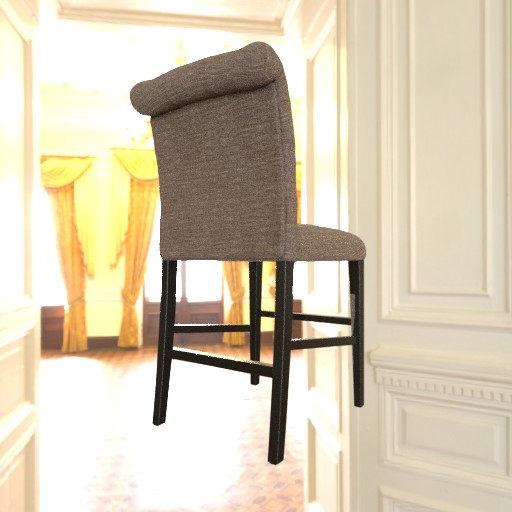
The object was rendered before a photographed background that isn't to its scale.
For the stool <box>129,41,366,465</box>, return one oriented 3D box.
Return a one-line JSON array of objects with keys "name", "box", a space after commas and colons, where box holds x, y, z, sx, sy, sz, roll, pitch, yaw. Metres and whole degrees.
[{"name": "stool", "box": [0.000, 0.000, 1.322, 0.457, 0.970, 0.611, 0, 0, 36]}]
